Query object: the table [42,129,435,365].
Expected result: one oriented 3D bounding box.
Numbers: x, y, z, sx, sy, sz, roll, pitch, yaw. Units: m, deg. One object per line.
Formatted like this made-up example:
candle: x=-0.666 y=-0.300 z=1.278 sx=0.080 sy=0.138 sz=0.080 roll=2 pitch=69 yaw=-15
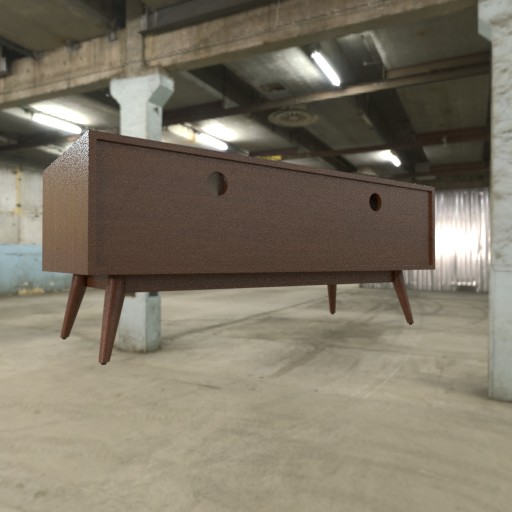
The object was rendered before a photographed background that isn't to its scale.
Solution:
table: x=0.000 y=0.000 z=1.359 sx=1.119 sy=0.464 sz=0.490 roll=1 pitch=-1 yaw=-35
